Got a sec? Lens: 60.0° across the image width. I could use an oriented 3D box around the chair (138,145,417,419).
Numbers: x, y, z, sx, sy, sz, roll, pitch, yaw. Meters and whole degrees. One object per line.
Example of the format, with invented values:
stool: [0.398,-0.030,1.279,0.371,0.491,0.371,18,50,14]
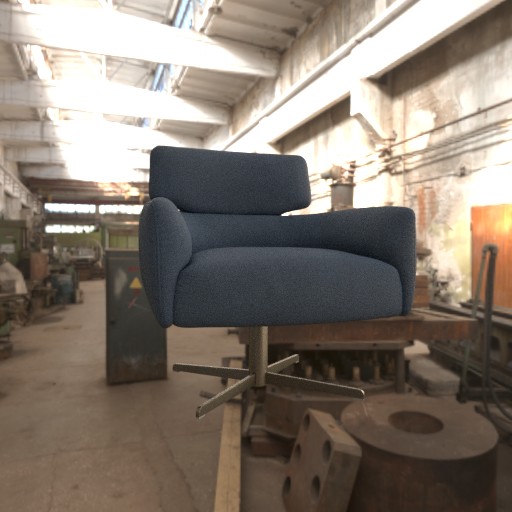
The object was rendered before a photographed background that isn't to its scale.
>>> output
chair: [0.000,0.000,1.427,0.738,0.813,0.761,0,0,-18]
